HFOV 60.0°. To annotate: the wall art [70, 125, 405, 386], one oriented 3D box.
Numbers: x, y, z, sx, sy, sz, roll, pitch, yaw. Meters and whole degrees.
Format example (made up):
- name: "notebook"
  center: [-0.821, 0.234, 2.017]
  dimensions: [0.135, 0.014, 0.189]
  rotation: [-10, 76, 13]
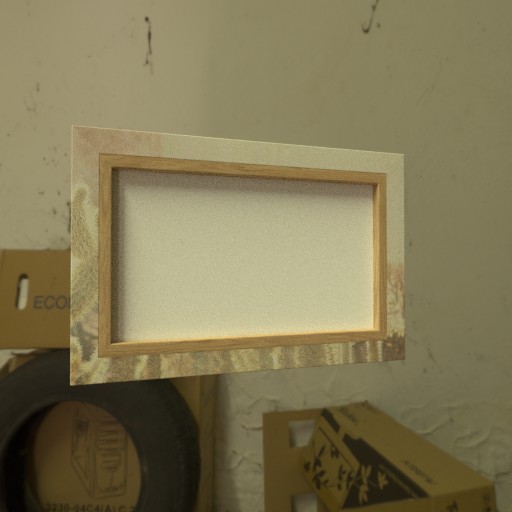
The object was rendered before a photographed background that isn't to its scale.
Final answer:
- name: "wall art"
  center: [0.000, 0.000, 1.481]
  dimensions: [1.142, 0.758, 0.041]
  rotation: [0, -1, -18]
